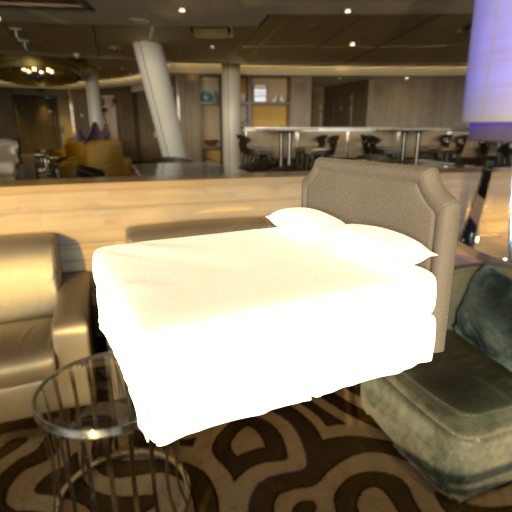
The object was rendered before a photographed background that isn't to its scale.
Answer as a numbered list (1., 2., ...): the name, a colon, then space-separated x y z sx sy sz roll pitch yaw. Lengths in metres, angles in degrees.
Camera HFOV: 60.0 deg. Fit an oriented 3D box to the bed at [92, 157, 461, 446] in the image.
1. bed: 0.000 0.000 3.896 2.536 1.561 2.194 -8 18 -26
